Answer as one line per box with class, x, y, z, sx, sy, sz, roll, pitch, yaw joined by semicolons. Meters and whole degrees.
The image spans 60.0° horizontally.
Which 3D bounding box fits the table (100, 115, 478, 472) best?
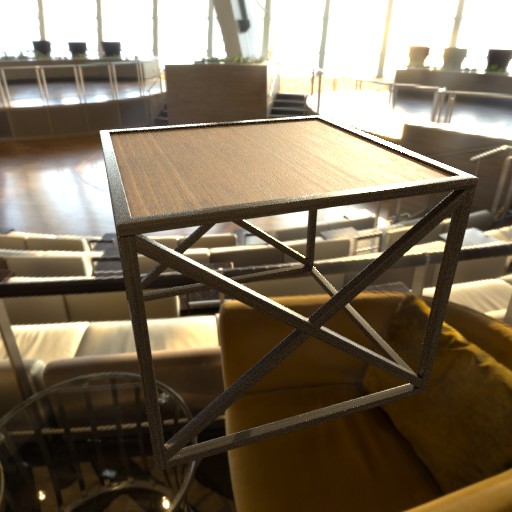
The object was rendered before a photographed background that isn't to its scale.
table;0.000;0.000;1.057;0.611;0.507;0.609;-9;29;-17
